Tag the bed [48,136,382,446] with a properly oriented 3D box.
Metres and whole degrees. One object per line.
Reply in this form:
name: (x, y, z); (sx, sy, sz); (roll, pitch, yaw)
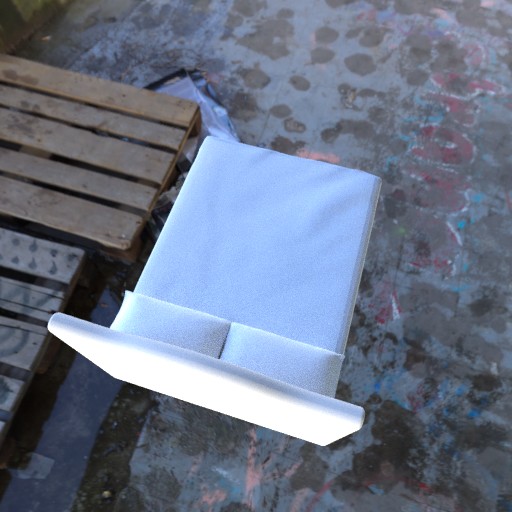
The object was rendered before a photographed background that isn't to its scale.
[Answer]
bed: (0.000, 0.000, 3.311); (1.753, 1.460, 2.143); (15, 64, 8)
